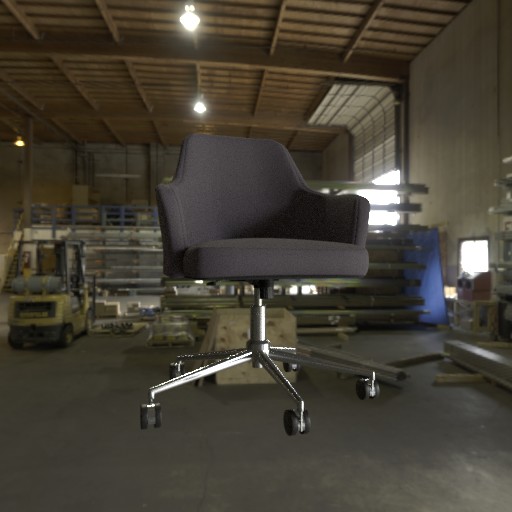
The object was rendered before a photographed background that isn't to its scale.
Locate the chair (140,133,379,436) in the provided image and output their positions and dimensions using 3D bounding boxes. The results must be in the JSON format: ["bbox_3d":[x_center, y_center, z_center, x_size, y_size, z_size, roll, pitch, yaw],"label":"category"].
[{"bbox_3d":[0.000,0.000,1.270,0.655,0.820,0.600,0,0,-18],"label":"chair"}]
